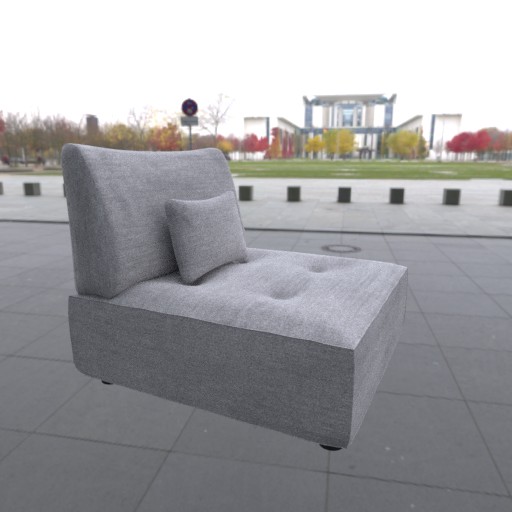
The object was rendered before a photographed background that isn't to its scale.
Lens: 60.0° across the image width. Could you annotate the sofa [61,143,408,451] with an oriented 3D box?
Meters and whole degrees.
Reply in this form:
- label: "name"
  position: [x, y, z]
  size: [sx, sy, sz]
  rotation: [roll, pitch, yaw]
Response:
- label: "sofa"
  position: [0.000, 0.000, 1.684]
  size: [1.000, 0.820, 0.930]
  rotation: [6, 14, 26]
